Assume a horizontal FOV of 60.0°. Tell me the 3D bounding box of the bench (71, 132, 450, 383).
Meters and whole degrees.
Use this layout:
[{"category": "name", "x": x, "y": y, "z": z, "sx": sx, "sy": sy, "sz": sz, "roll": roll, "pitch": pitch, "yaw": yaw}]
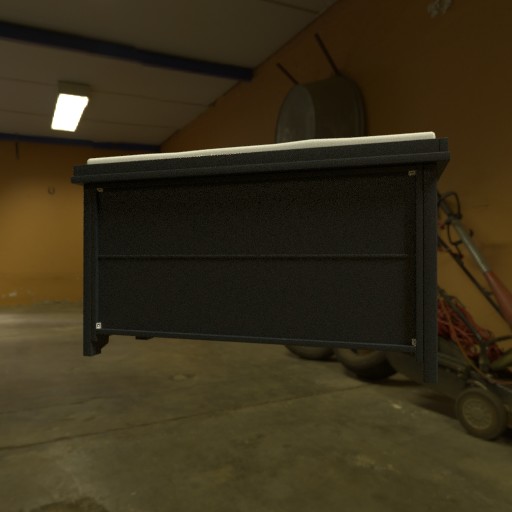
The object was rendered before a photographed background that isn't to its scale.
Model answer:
[{"category": "bench", "x": 0.000, "y": 0.000, "z": 1.250, "sx": 0.973, "sy": 0.561, "sz": 0.345, "roll": 0, "pitch": 0, "yaw": 17}]
